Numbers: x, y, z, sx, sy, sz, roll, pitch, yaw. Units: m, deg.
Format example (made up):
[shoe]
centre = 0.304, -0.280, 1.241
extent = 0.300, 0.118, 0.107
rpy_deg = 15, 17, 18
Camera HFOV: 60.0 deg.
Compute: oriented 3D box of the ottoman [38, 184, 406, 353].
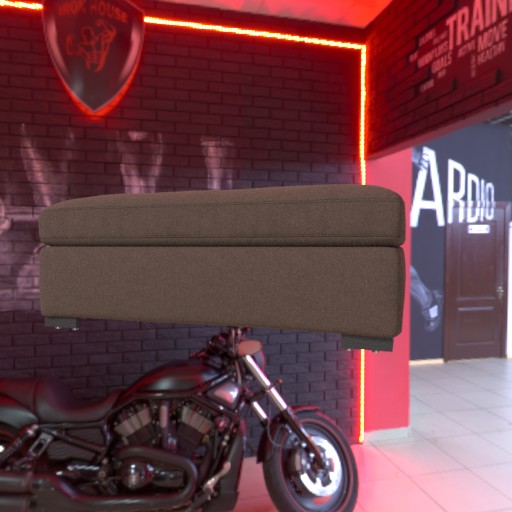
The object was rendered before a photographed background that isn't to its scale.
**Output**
[ottoman]
centre = 0.000, 0.000, 1.844
extent = 1.181, 0.470, 1.181
rpy_deg = 0, 1, 19
